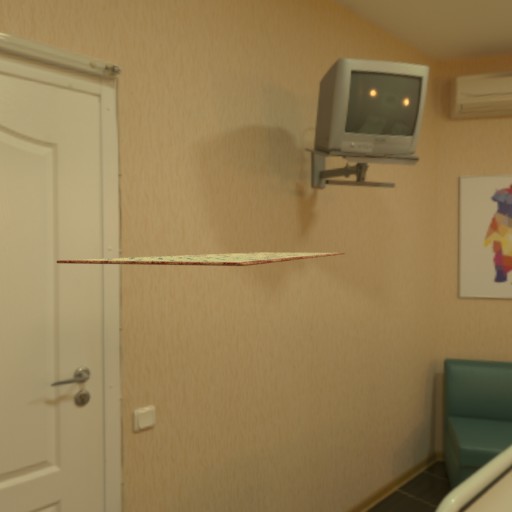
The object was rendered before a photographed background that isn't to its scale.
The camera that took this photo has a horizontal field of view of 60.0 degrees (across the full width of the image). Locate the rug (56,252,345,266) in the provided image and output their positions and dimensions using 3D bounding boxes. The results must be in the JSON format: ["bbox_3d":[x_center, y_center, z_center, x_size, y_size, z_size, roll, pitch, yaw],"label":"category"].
[{"bbox_3d":[0.000,0.000,2.686,0.750,0.011,2.435,0,1,19],"label":"rug"}]
